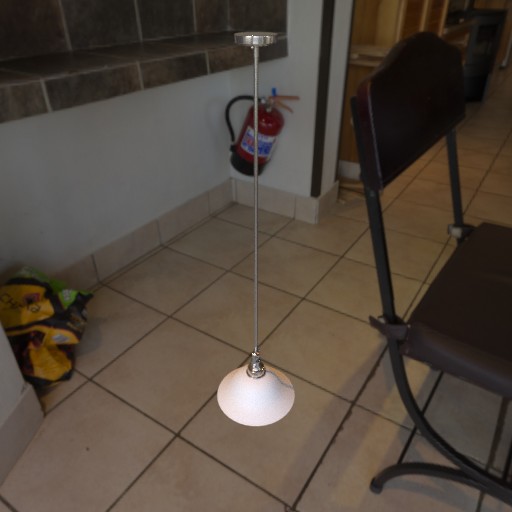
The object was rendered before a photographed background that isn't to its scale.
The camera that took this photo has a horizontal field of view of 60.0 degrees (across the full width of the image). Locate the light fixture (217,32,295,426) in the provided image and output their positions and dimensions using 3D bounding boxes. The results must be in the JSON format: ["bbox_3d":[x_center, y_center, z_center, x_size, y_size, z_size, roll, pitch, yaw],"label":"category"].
[{"bbox_3d":[0.000,0.000,1.506,0.324,1.354,0.324,8,32,12],"label":"light fixture"}]
